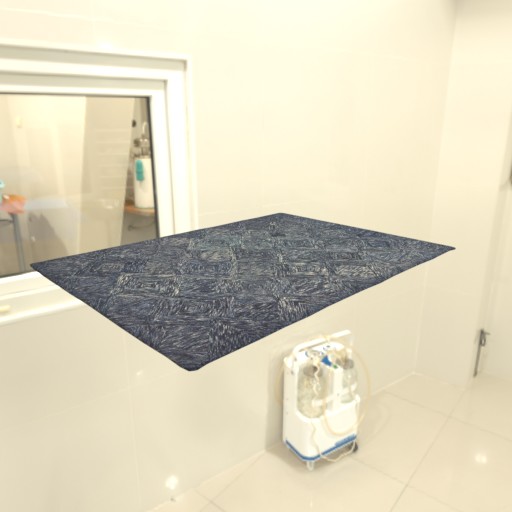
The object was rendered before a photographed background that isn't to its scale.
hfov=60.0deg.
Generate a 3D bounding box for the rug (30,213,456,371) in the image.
[{"bbox_3d":[0.000,0.000,4.122,3.245,0.024,2.385,-16,23,-42],"label":"rug"}]
